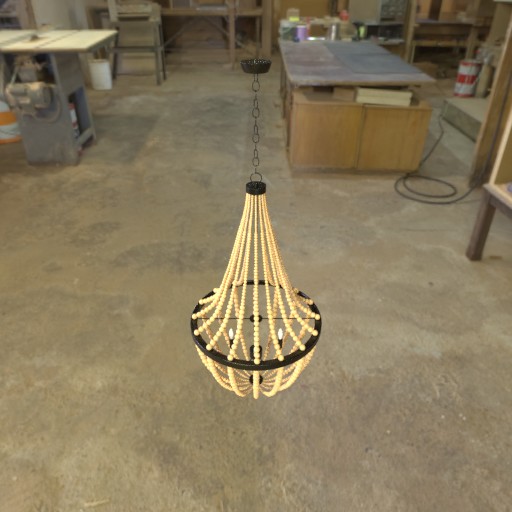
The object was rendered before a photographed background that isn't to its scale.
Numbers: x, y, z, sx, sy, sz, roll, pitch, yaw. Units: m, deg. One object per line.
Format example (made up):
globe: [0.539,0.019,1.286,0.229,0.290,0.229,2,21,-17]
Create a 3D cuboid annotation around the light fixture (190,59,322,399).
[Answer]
light fixture: [0.000,0.000,1.395,0.450,1.133,0.450,0,32,0]
